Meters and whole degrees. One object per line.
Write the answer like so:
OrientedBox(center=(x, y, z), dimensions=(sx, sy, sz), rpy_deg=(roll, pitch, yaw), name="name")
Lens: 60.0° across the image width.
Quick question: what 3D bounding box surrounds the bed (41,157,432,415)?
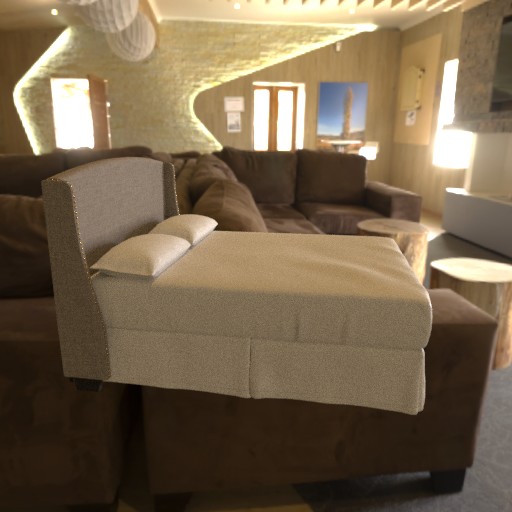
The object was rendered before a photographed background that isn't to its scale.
OrientedBox(center=(0.000, 0.000, 3.288), dimensions=(2.237, 1.407, 1.710), rpy_deg=(2, 16, 9), name="bed")
